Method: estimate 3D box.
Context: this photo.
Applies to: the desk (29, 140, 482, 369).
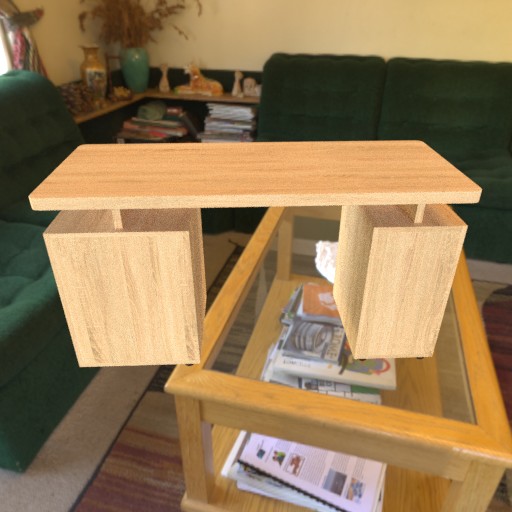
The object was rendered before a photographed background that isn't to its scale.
[{"bbox_3d":[0.000,0.000,1.778,1.400,0.760,0.550,-1,31,-2],"label":"desk"}]
